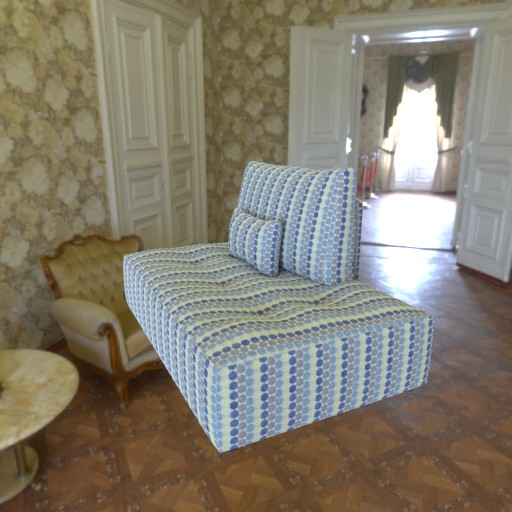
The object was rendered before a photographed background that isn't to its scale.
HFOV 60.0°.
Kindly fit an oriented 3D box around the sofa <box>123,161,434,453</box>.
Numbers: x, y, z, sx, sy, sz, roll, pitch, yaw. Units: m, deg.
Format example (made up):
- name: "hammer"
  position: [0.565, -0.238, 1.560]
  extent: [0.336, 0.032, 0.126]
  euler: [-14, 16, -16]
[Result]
- name: "sofa"
  position: [0.000, 0.000, 2.076]
  extent: [1.000, 0.820, 1.450]
  euler: [-8, 17, -26]
